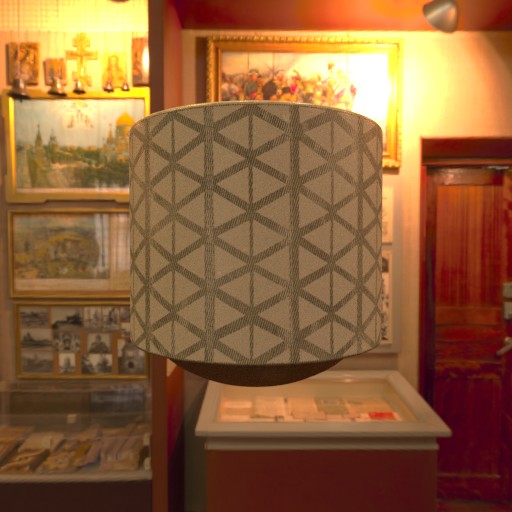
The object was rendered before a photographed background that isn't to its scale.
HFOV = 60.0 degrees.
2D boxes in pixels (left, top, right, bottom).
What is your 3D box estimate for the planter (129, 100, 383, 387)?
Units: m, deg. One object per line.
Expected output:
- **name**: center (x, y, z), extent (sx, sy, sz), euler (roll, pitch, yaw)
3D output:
- **planter**: center (0.000, 0.000, 0.347), extent (0.190, 0.181, 0.190), euler (0, 2, 0)
